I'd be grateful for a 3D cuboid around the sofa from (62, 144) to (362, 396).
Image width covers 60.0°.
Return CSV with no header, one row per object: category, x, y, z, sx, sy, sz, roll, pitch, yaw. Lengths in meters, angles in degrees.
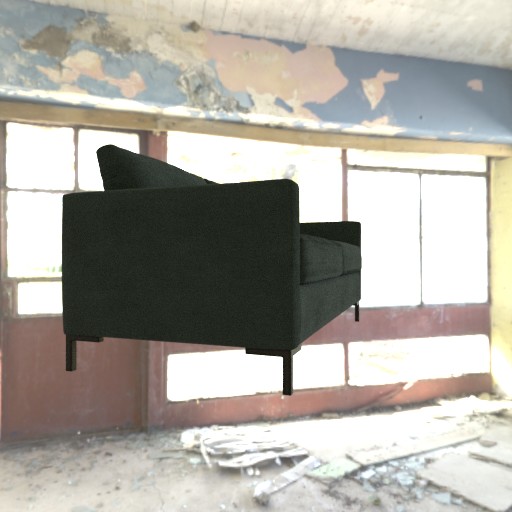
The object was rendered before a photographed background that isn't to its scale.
sofa,0.000,0.000,2.176,0.875,0.817,1.676,0,0,20
